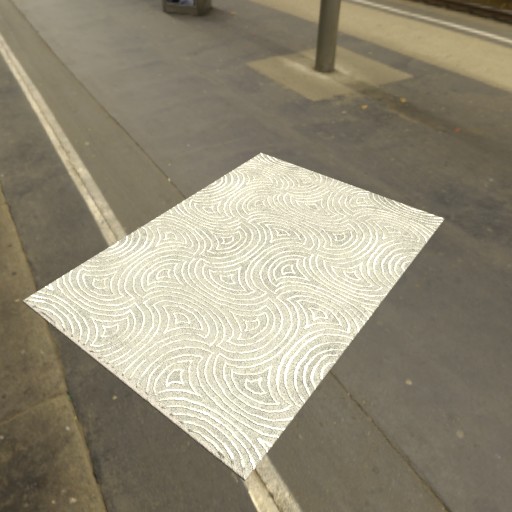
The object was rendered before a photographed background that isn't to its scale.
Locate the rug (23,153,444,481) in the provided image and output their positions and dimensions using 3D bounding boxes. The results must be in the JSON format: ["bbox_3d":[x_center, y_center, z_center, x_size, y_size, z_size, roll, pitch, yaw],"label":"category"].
[{"bbox_3d":[0.000,0.000,2.689,1.543,0.015,2.144,26,47,28],"label":"rug"}]
